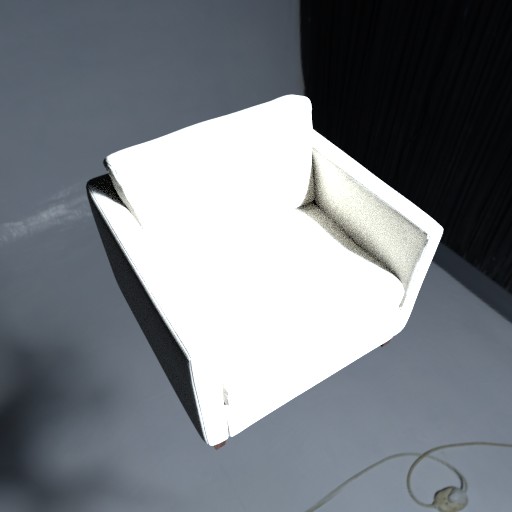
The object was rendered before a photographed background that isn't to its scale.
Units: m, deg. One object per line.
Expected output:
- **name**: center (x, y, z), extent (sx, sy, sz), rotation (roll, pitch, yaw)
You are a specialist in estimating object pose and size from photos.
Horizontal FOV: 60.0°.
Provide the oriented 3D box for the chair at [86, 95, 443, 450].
- **chair**: center (0.000, 0.000, 1.777), extent (0.996, 0.919, 0.959), rotation (-25, 51, -21)
